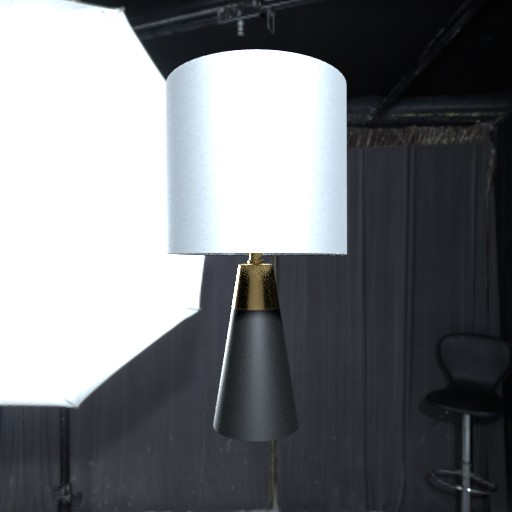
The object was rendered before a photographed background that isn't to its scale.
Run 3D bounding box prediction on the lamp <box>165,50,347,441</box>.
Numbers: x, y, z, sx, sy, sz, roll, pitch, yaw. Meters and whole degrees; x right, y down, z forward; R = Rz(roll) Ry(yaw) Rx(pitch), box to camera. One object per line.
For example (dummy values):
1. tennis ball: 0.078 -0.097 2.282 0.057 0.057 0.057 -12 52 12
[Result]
1. lamp: 0.000 0.000 0.765 0.308 0.580 0.308 0 -1 0
